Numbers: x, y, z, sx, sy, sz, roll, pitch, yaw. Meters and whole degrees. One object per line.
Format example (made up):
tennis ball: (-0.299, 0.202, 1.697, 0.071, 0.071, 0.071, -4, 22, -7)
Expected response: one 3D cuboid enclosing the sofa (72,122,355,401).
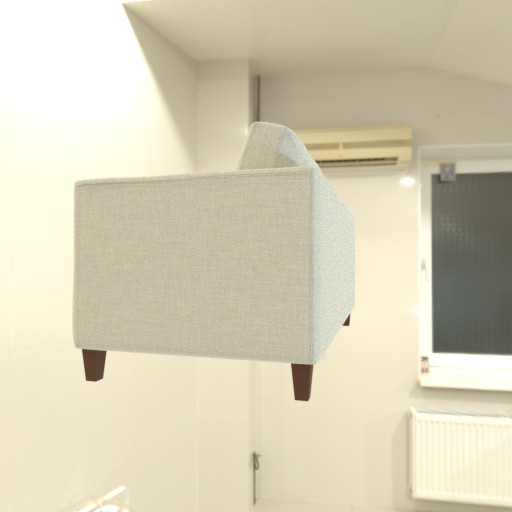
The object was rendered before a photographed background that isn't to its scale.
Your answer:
sofa: (0.000, 0.000, 2.411, 0.950, 0.963, 1.838, 0, 0, 16)
